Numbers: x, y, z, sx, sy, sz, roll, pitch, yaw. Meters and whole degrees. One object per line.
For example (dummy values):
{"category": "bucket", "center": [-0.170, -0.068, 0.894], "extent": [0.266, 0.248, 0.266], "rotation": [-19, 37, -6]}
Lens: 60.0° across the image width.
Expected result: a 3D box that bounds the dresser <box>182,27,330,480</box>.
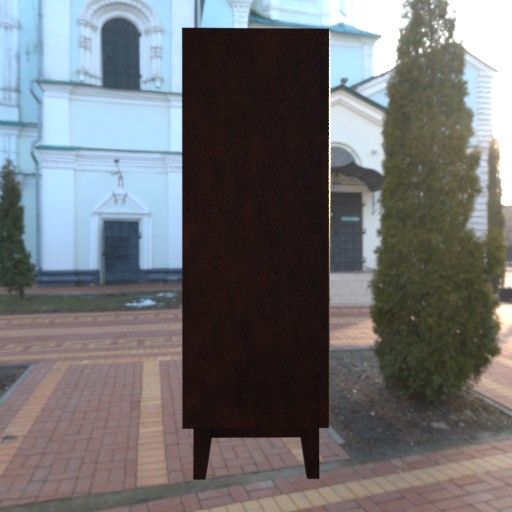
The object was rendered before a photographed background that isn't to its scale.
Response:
{"category": "dresser", "center": [0.000, 0.000, 2.006], "extent": [0.506, 1.514, 1.072], "rotation": [0, 0, -1]}
